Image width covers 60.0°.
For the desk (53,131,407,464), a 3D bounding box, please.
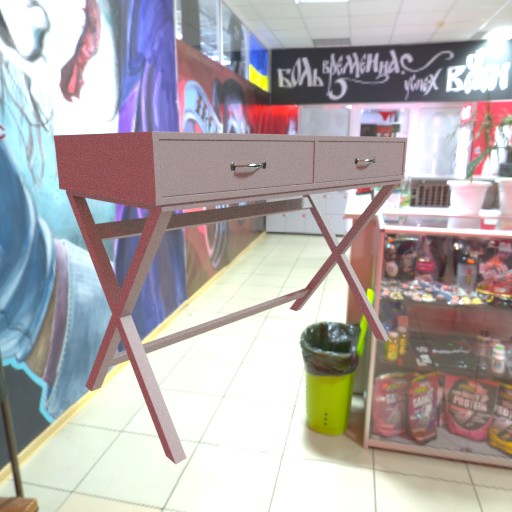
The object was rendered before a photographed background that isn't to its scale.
[{"bbox_3d":[0.000,0.000,1.500,1.057,0.780,0.525,-13,19,-43],"label":"desk"}]
